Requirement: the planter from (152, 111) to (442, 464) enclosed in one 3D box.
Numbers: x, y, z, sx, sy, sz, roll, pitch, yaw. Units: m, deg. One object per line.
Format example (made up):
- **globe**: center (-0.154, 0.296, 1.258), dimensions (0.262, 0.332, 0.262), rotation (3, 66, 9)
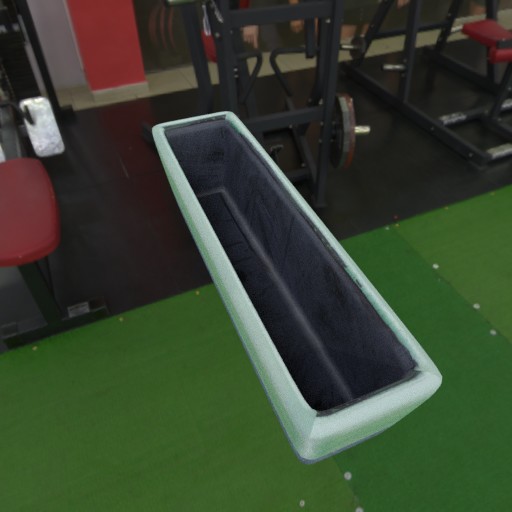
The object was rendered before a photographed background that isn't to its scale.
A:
- **planter**: center (0.000, 0.000, 0.299), dimensions (0.072, 0.072, 0.275), rotation (-16, 47, -16)
